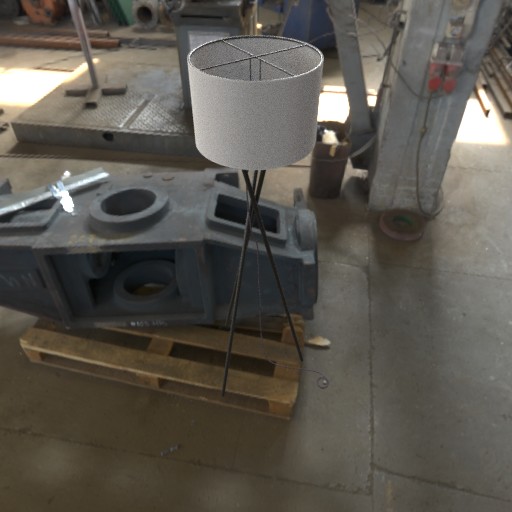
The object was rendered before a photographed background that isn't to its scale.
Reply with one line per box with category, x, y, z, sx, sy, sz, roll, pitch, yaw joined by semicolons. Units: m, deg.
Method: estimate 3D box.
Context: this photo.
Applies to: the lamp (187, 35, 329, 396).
lamp;0.000;0.000;1.913;0.522;1.624;0.667;-25;48;-25
